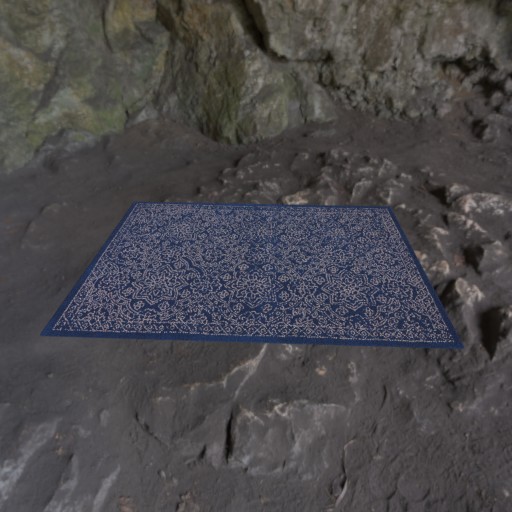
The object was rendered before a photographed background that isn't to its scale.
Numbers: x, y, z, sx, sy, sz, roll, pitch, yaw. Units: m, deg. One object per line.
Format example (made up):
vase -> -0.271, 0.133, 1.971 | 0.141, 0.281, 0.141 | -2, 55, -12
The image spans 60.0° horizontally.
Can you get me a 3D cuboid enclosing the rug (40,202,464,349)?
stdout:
rug -> 0.000, 0.000, 4.213 | 3.048, 0.010, 2.438 | 1, 30, 2
